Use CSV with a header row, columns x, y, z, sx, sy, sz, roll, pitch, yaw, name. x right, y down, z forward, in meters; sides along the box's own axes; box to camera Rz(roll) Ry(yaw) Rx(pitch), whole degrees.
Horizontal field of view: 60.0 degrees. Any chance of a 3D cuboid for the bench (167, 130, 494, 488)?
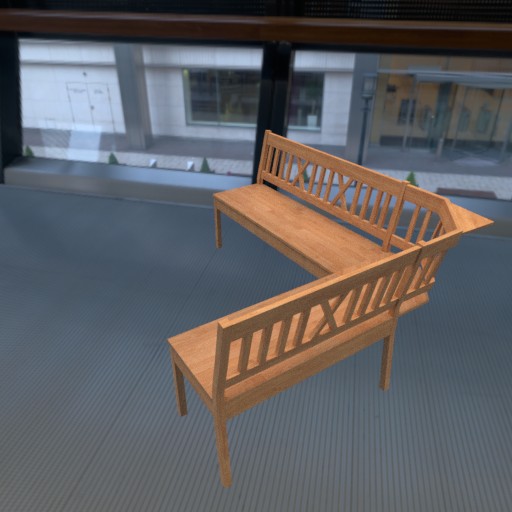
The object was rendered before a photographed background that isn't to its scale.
x,y,z,sx,sy,sz,roll,pitch,yaw,name
0.000,0.000,2.686,1.537,0.902,1.937,-18,35,-29,bench
